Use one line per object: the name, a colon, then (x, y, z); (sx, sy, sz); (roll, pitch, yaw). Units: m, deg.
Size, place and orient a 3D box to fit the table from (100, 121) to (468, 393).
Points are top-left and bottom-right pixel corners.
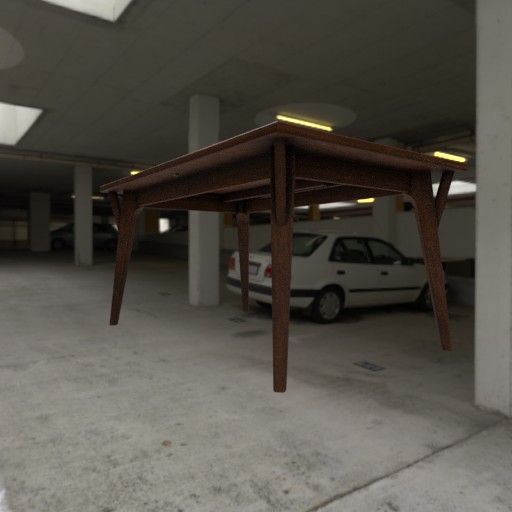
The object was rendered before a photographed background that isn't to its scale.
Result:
table: (0.000, 0.000, 2.106); (0.990, 0.761, 1.524); (0, 1, -37)
